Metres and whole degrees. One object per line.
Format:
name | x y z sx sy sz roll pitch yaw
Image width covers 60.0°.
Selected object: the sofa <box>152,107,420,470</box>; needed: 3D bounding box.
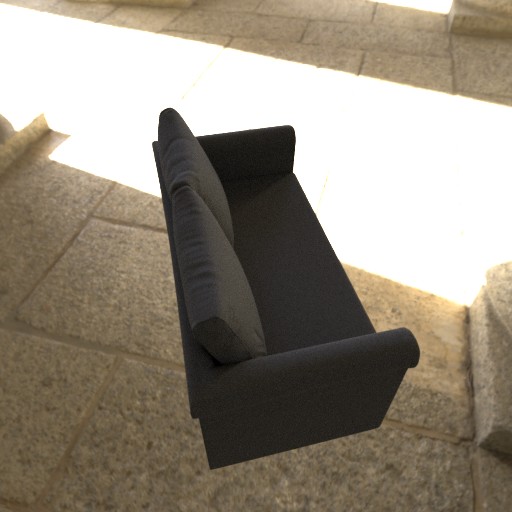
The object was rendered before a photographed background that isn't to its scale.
sofa | 0.000 0.000 1.950 0.741 0.872 1.460 -10 47 -9
